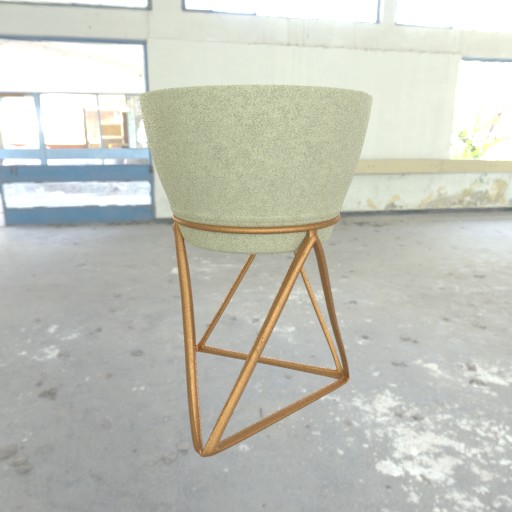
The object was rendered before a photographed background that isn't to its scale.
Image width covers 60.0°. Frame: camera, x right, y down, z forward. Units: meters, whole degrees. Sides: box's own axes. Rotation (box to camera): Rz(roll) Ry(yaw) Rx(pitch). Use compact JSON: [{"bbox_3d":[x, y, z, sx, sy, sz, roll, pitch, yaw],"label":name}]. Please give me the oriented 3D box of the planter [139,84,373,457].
[{"bbox_3d":[0.000,0.000,0.748,0.350,0.504,0.350,-2,15,-9],"label":"planter"}]
